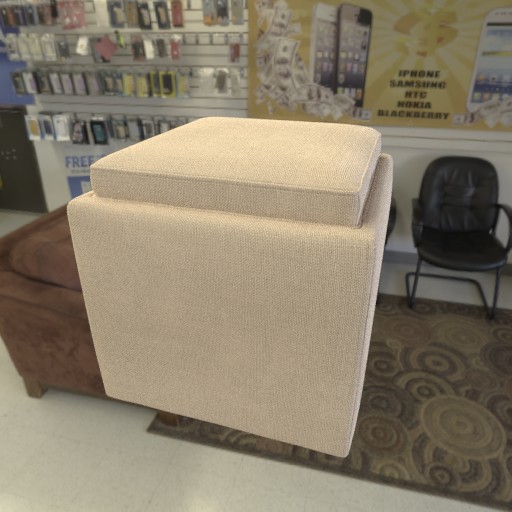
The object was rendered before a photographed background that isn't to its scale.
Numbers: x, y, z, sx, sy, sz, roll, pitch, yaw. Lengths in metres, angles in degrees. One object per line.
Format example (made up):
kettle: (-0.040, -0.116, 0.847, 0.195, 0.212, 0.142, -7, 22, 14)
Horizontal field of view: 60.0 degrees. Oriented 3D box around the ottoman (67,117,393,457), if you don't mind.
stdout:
ottoman: (0.000, 0.000, 0.828, 0.451, 0.460, 0.450, 8, 28, 16)
